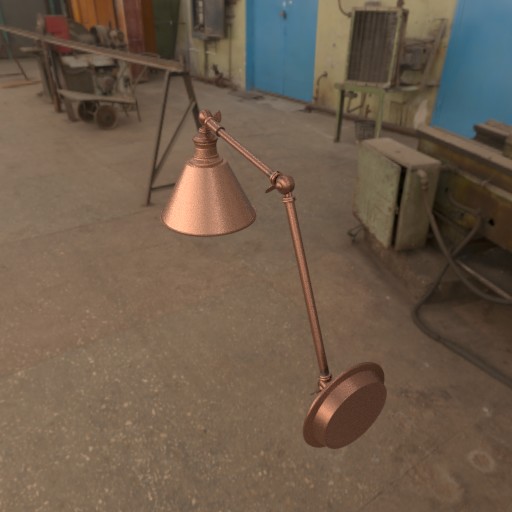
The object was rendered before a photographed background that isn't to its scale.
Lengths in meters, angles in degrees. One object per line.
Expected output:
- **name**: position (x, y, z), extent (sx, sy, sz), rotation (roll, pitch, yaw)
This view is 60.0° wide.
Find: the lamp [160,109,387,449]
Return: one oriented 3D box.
- **lamp**: position (0.000, 0.000, 0.895), extent (0.223, 0.502, 0.624), rotation (-18, 35, -28)
